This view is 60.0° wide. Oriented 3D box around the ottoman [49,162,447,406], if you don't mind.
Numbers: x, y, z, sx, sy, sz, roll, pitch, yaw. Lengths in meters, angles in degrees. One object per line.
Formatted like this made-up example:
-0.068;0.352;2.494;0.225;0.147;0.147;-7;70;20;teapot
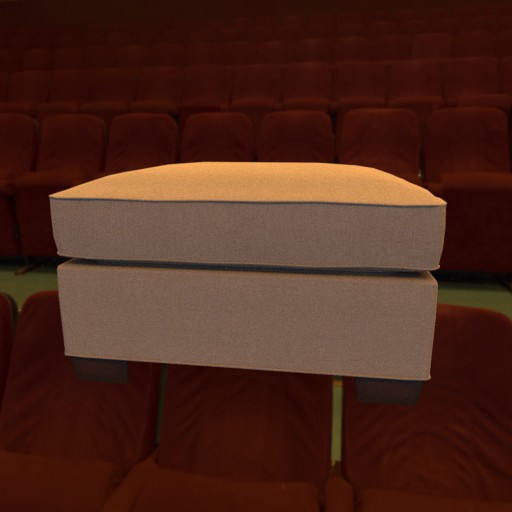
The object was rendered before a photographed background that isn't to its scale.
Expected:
0.000;0.000;1.239;0.846;0.503;0.617;2;15;8;ottoman
